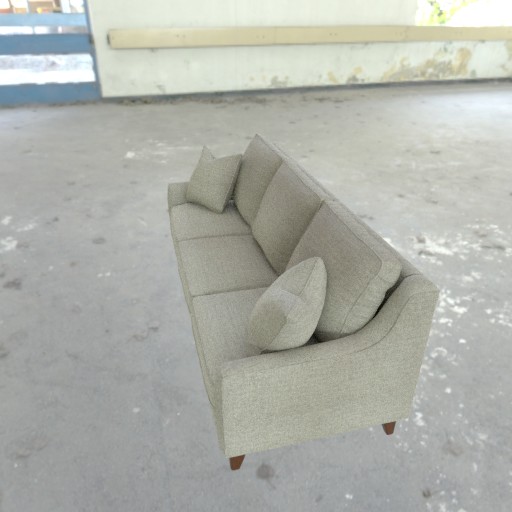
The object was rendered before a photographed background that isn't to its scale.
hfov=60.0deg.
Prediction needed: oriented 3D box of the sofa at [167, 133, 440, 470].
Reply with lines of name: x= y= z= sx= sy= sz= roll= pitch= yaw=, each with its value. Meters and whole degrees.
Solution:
sofa: x=0.000 y=0.000 z=2.523 sx=0.865 sy=0.914 sz=2.031 roll=-8 pitch=31 yaw=-13
